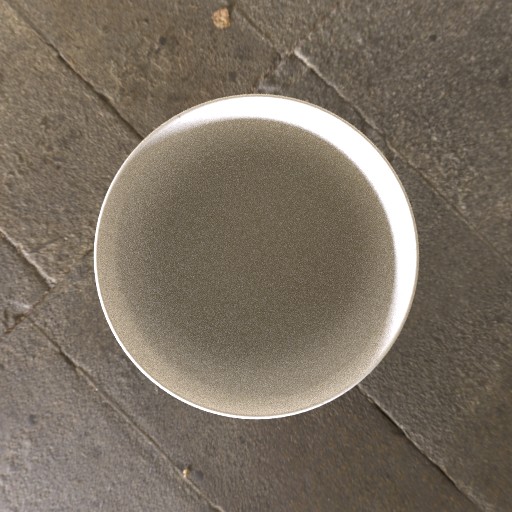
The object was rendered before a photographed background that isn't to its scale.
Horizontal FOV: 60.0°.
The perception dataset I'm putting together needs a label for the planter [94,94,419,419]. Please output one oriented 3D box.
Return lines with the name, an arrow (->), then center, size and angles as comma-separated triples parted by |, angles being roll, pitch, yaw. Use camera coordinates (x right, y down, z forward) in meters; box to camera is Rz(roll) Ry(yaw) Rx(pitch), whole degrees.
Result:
planter -> 0.000, 0.000, 0.495 | 0.268, 0.270, 0.268 | 0, 90, 0
